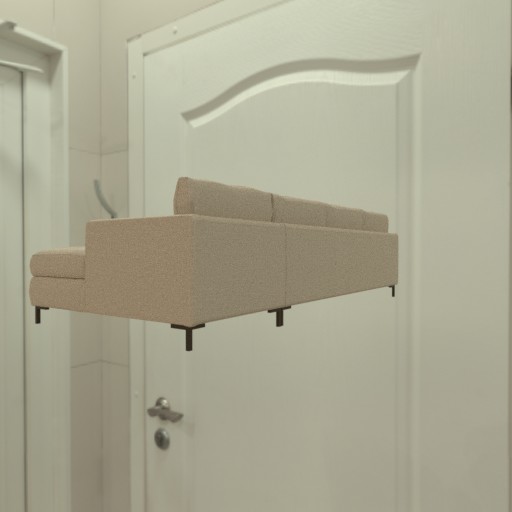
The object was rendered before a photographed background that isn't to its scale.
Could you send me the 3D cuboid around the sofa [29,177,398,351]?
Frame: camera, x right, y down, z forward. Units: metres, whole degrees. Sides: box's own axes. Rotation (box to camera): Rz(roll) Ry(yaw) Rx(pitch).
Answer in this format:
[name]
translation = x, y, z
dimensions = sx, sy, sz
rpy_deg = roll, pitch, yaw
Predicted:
[sofa]
translation = 0.000, 0.000, 3.253
dimensions = 1.258, 0.755, 2.731
rpy_deg = 1, 1, 35
